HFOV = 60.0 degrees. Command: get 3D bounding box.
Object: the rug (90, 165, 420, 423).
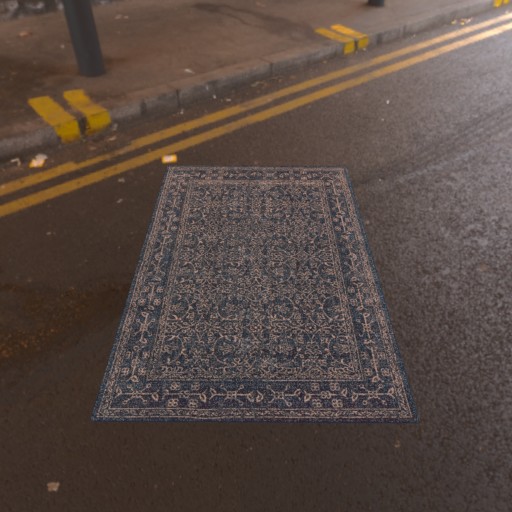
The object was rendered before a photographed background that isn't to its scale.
[{"bbox_3d":[0.000,0.000,2.288,1.200,0.005,1.819,0,42,0],"label":"rug"}]
